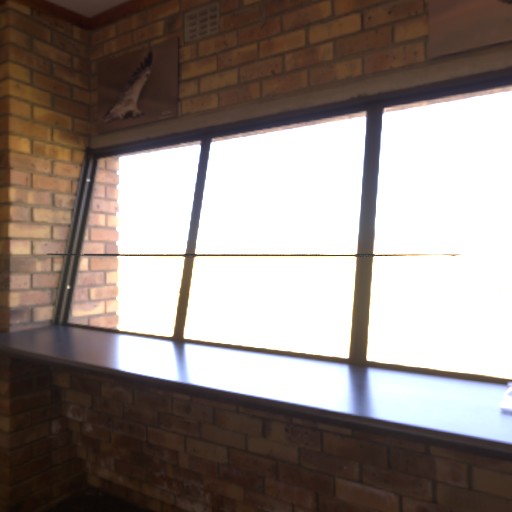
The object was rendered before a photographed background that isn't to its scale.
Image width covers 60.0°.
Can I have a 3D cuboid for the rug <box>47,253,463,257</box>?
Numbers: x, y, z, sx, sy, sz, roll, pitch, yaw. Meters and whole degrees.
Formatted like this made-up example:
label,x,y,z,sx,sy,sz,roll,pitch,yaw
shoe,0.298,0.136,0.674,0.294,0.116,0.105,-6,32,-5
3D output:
label,x,y,z,sx,sy,sz,roll,pitch,yaw
rug,0.000,0.000,3.825,2.277,0.020,2.867,0,0,0
